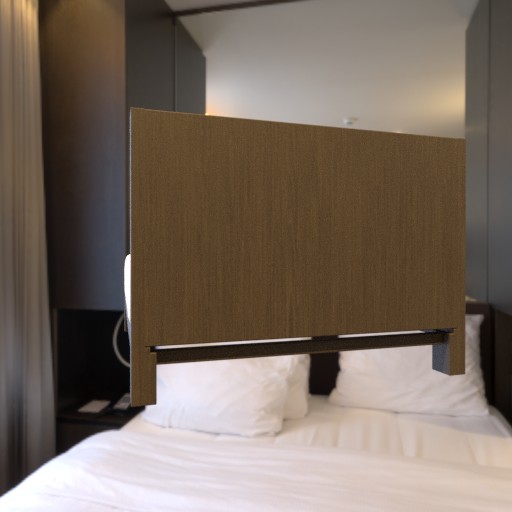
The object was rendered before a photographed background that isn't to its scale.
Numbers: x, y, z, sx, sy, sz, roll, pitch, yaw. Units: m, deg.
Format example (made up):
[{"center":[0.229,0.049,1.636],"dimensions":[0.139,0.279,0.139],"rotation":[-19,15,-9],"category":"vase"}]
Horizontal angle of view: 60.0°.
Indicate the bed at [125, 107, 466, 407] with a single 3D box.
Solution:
[{"center":[0.000,0.000,3.067],"dimensions":[1.735,1.261,1.992],"rotation":[0,0,-17],"category":"bed"}]
